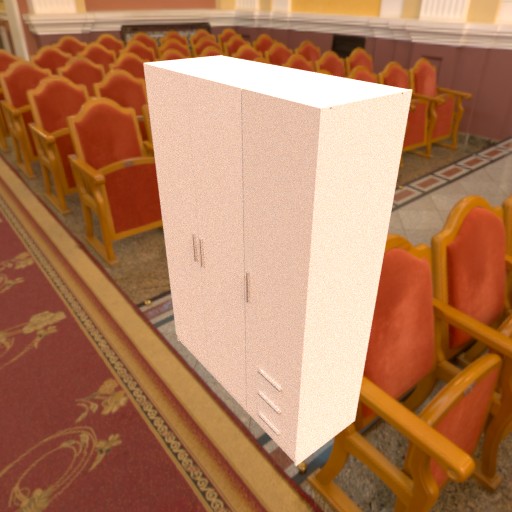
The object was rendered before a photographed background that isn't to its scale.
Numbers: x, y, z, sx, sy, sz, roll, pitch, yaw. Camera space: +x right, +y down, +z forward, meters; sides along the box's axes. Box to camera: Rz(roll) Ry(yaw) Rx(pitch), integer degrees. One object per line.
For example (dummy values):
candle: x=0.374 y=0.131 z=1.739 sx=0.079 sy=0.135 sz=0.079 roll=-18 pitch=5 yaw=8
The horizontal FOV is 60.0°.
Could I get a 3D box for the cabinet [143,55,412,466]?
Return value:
cabinet: x=0.000 y=0.000 z=2.491 sx=0.510 sy=1.910 sz=1.290 roll=-22 pitch=38 yaw=-32
